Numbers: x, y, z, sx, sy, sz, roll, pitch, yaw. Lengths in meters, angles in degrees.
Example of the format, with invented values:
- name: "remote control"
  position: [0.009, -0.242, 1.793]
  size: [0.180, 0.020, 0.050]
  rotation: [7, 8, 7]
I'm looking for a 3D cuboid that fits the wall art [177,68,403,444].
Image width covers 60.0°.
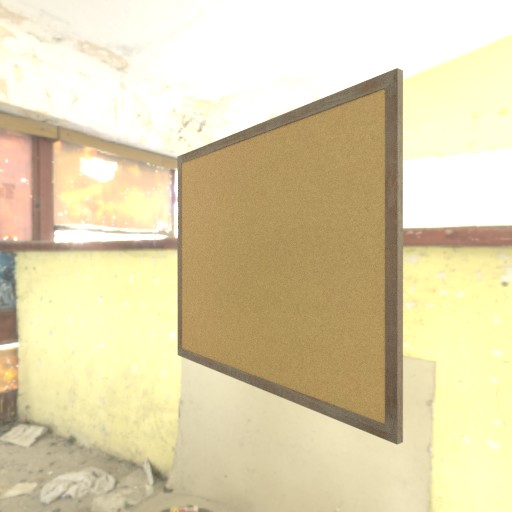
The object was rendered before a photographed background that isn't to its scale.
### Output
- name: "wall art"
  position: [0.000, 0.000, 1.325]
  size: [0.019, 0.774, 1.012]
  rotation: [0, 0, -36]
